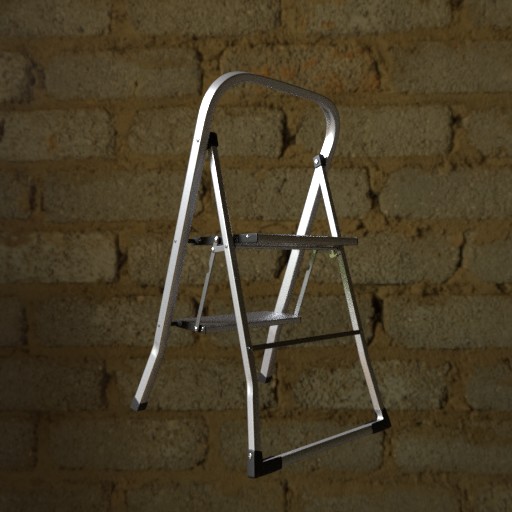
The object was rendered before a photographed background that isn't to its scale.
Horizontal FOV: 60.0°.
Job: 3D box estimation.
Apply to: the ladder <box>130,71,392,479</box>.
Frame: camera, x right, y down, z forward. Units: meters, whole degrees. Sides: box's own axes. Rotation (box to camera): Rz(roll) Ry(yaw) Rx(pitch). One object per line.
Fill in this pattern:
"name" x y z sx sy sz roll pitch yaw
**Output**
"ladder" 0.000 0.000 1.146 0.465 0.830 0.530 0 0 -37
